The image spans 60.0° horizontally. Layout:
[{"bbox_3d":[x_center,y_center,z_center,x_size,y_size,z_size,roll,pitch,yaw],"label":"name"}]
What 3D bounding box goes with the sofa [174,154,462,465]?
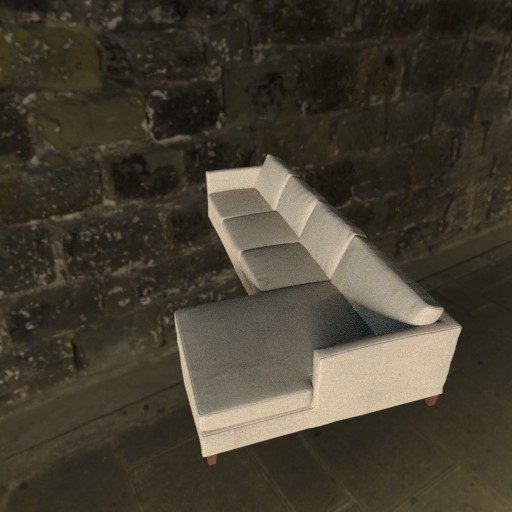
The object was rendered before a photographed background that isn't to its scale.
[{"bbox_3d":[0.000,0.000,3.870,1.625,0.846,3.186,-9,31,-15],"label":"sofa"}]
